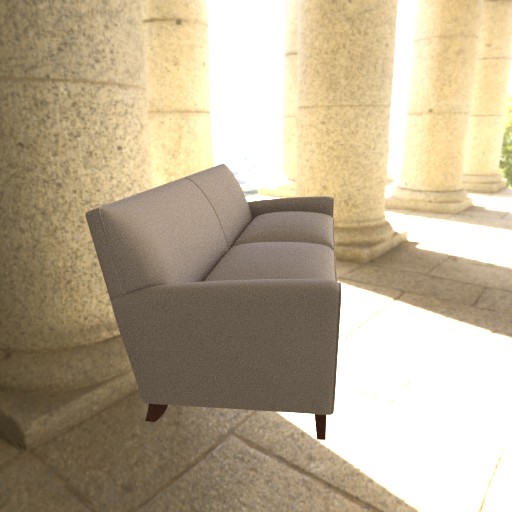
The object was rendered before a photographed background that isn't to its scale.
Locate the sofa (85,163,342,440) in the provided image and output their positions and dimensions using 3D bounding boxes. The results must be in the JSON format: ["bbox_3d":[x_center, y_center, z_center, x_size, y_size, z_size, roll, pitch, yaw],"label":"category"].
[{"bbox_3d":[0.000,0.000,2.442,0.875,0.846,2.000,2,16,8],"label":"sofa"}]
